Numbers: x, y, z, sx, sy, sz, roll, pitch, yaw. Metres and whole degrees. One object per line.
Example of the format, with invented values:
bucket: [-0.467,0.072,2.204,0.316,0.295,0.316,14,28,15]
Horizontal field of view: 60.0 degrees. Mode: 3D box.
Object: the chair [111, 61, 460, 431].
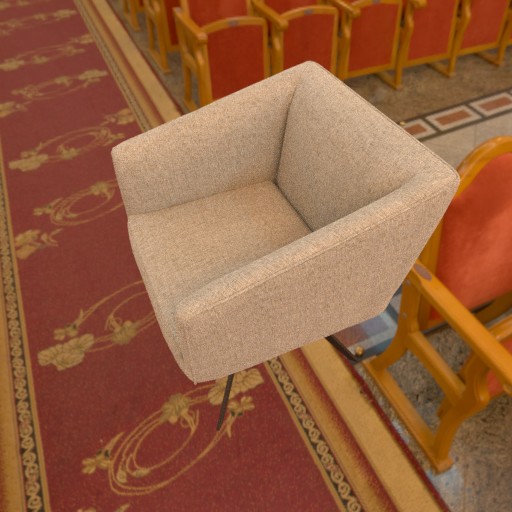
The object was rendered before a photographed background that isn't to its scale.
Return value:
chair: [0.000,0.000,1.240,0.623,0.760,0.628,-18,49,-17]
